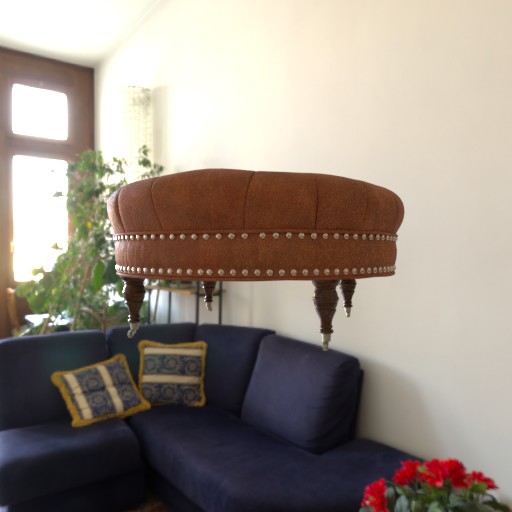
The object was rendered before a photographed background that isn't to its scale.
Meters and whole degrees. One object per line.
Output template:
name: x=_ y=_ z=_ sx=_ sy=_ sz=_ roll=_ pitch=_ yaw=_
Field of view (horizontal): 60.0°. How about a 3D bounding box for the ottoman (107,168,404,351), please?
ottoman: x=0.000 y=0.000 z=1.404 sx=0.901 sy=0.444 sz=0.901 roll=0 pitch=1 yaw=0
